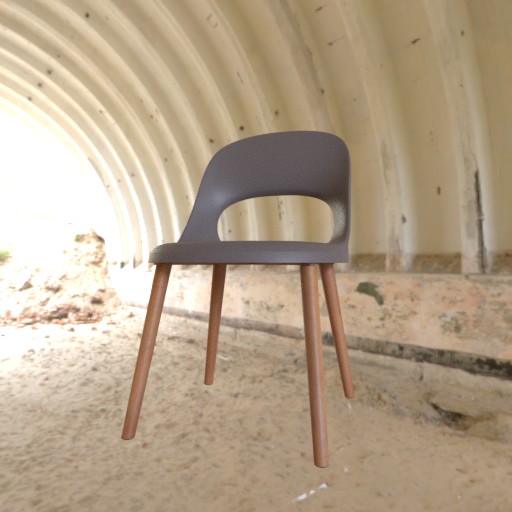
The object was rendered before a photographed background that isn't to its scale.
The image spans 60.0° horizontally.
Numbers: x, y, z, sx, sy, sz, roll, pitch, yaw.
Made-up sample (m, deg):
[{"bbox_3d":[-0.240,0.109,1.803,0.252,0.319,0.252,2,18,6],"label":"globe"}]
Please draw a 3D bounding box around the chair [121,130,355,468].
[{"bbox_3d":[0.000,0.000,1.139,0.470,0.794,0.556,0,-1,18],"label":"chair"}]
